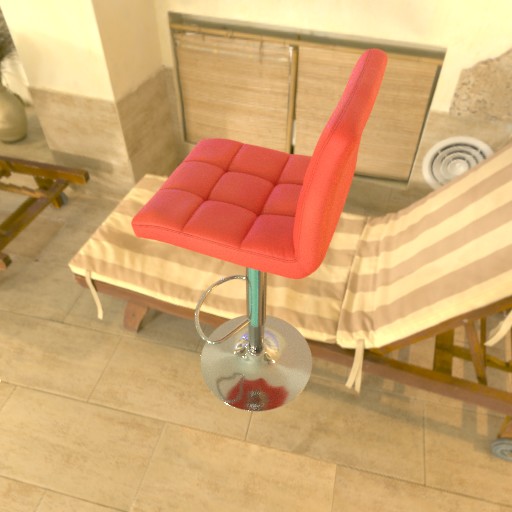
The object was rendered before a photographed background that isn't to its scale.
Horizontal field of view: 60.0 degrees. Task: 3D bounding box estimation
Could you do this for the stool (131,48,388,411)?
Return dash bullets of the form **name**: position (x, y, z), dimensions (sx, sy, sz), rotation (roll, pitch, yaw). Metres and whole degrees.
- **stool**: position (0.000, 0.000, 1.304), dimensions (0.505, 1.115, 0.430), rotation (14, 47, 14)
